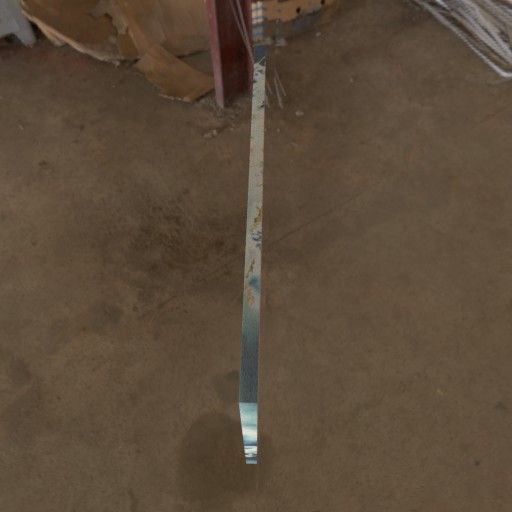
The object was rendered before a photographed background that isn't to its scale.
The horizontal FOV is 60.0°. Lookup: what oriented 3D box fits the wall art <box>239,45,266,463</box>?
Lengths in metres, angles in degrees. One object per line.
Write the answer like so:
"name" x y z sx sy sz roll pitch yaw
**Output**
"wall art" 0.000 0.000 1.450 0.035 0.759 1.138 1 57 1
